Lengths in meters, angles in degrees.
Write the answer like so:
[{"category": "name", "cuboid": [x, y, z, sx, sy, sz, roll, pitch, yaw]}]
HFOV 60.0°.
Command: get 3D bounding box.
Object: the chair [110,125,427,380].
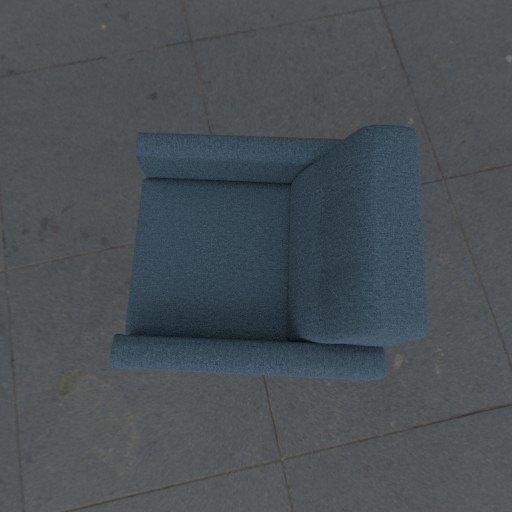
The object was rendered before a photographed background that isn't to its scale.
[{"category": "chair", "cuboid": [0.000, 0.000, 1.696, 0.964, 0.940, 0.880, 2, 75, 1]}]
